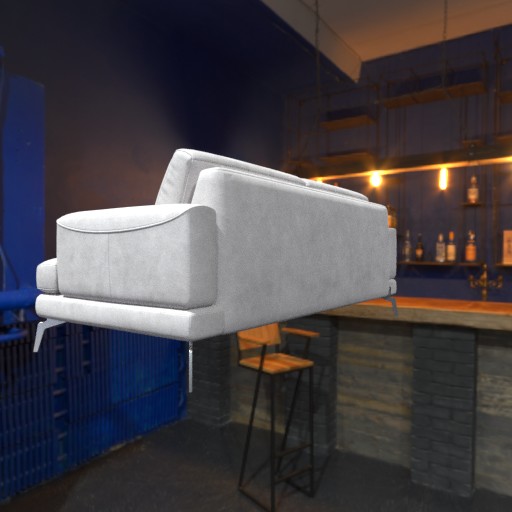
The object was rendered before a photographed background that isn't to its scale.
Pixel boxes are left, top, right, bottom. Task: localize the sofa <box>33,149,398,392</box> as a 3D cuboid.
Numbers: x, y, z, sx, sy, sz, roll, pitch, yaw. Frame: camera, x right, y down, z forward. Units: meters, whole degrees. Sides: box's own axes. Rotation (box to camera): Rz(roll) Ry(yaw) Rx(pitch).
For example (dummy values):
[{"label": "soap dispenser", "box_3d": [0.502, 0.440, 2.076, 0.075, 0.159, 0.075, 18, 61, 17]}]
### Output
[{"label": "sofa", "box_3d": [0.000, 0.000, 2.458, 0.980, 0.830, 2.013, 0, 1, 36]}]
